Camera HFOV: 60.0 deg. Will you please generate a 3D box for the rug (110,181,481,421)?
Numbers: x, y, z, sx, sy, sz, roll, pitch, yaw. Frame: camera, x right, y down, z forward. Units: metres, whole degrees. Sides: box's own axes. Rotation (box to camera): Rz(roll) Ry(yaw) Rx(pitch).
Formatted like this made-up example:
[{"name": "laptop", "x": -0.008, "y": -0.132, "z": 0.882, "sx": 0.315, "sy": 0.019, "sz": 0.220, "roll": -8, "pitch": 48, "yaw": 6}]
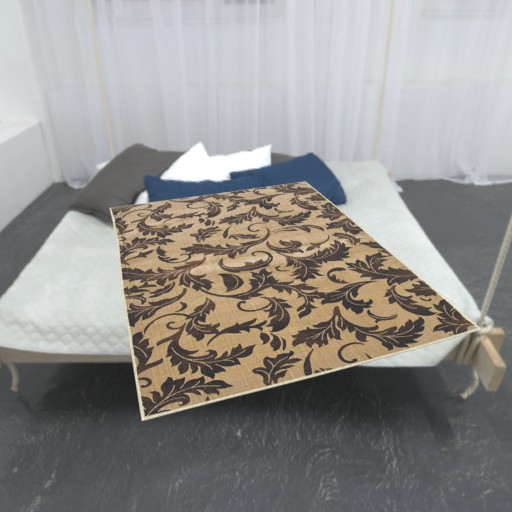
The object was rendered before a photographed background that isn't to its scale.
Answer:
[{"name": "rug", "x": 0.000, "y": 0.000, "z": 3.999, "sx": 2.380, "sy": 0.008, "sz": 2.977, "roll": -10, "pitch": 33, "yaw": -16}]
